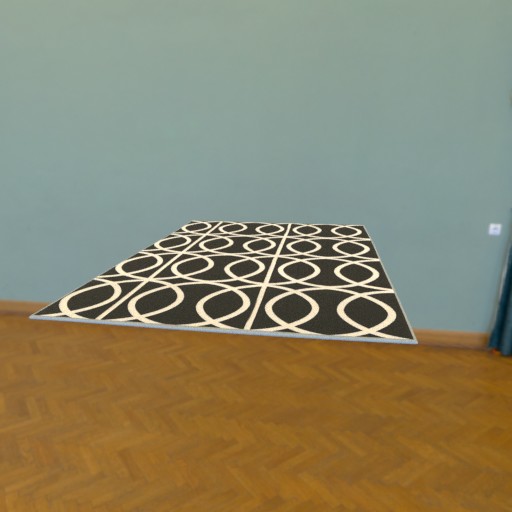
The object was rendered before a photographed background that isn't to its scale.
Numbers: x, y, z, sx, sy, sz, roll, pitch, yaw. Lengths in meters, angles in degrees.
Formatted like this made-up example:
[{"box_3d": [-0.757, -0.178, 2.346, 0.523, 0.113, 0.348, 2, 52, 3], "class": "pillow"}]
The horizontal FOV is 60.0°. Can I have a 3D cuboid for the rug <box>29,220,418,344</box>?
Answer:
[{"box_3d": [0.000, 0.000, 2.774, 1.528, 0.014, 2.294, 2, 15, 8], "class": "rug"}]
